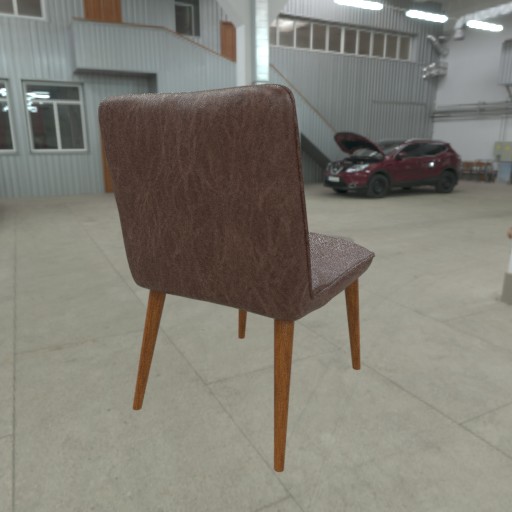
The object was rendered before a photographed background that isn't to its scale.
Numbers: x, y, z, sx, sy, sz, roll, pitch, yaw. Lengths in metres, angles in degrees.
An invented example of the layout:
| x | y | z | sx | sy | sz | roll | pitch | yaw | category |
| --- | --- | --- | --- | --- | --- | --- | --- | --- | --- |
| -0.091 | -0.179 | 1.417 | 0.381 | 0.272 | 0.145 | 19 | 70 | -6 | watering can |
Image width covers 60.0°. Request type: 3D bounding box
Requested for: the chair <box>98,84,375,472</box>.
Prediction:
| x | y | z | sx | sy | sz | roll | pitch | yaw | category |
| --- | --- | --- | --- | --- | --- | --- | --- | --- | --- |
| 0.000 | 0.000 | 1.206 | 0.543 | 0.803 | 0.645 | 7 | 16 | 26 | chair |
